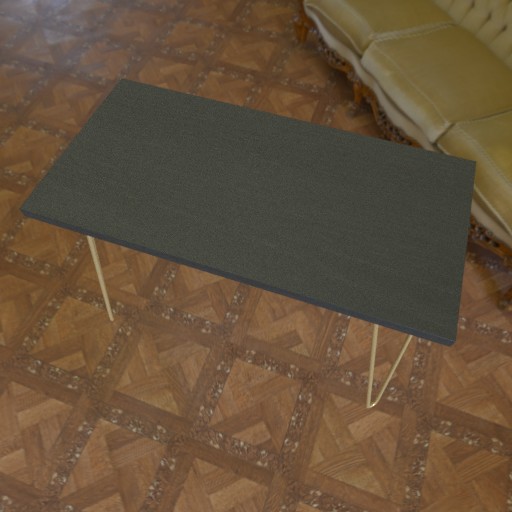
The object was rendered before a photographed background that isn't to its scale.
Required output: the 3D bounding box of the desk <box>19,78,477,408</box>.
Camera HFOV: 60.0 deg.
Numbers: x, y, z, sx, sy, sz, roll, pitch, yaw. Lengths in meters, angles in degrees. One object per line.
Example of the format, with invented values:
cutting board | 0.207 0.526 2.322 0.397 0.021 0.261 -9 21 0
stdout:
desk | 0.000 0.000 1.347 0.991 0.660 0.499 16 60 10
